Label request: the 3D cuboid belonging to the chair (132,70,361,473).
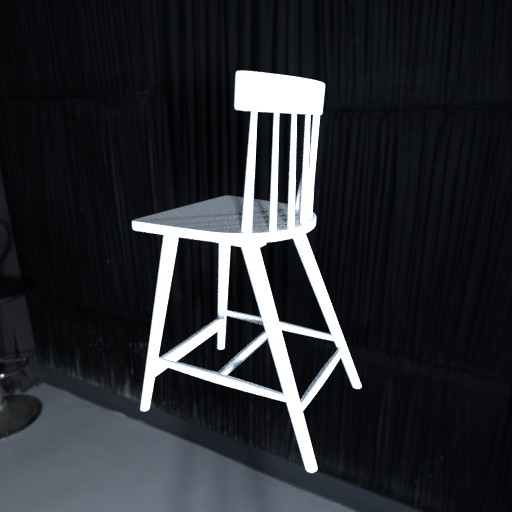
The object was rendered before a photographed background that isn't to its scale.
[{"bbox_3d":[0.000,0.000,1.292,0.572,0.952,0.483,9,19,27],"label":"chair"}]
